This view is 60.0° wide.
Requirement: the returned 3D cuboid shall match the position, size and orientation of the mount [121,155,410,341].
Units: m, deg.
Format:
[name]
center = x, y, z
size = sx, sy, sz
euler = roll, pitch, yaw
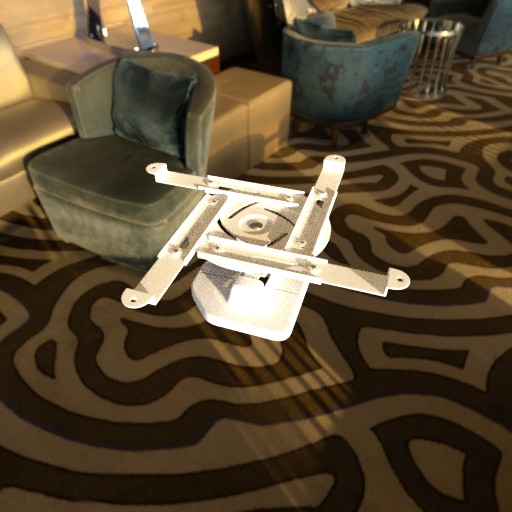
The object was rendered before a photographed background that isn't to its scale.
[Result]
[mount]
center = 0.000, 0.000, 0.618
size = 0.394, 0.141, 0.394
euler = 12, 41, 14
